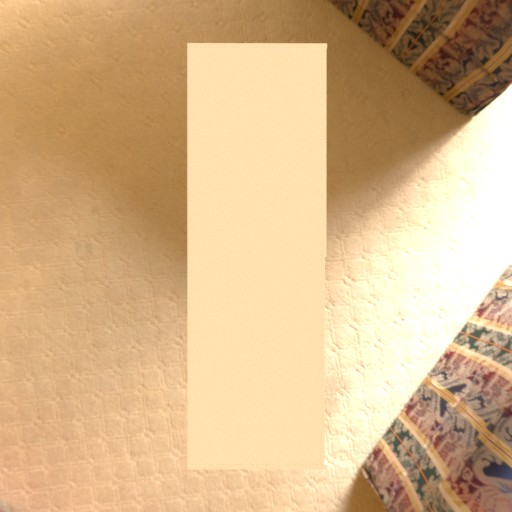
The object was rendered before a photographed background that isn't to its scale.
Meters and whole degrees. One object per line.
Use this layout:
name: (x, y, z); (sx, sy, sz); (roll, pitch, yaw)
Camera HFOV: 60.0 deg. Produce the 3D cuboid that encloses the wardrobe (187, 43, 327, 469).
wardrobe: (0.000, 0.000, 2.914); (0.600, 2.020, 1.830); (0, 90, 0)
